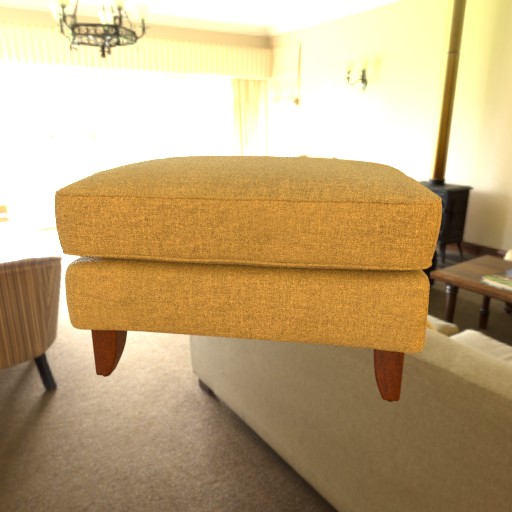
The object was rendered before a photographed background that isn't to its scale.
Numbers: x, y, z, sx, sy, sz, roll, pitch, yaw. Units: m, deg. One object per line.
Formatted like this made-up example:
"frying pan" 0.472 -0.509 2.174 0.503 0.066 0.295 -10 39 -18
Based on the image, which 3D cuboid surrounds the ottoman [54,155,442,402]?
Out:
"ottoman" 0.000 0.000 1.304 0.889 0.561 0.661 2 17 8
